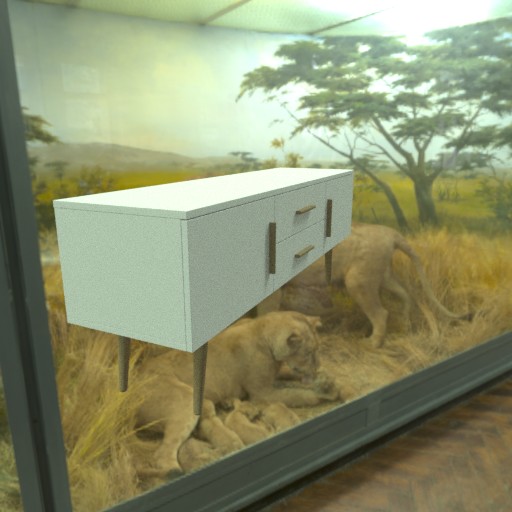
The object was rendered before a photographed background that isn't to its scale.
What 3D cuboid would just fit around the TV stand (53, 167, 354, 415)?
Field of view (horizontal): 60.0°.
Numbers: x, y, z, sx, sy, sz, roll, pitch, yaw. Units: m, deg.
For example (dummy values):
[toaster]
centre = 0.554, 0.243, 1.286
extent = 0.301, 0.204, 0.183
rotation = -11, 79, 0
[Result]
[TV stand]
centre = 0.000, 0.000, 1.652
extent = 0.401, 0.560, 1.398
rotation = 7, 16, 25
